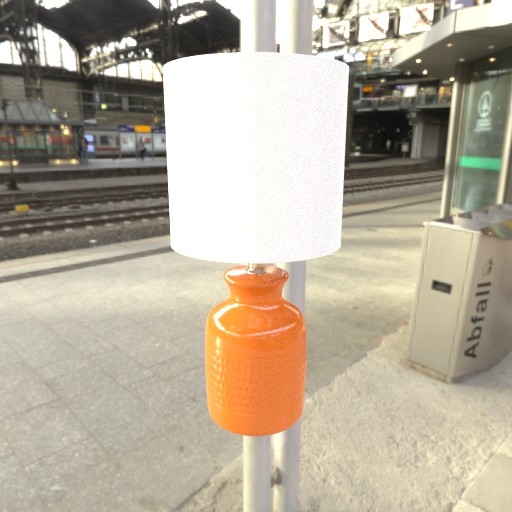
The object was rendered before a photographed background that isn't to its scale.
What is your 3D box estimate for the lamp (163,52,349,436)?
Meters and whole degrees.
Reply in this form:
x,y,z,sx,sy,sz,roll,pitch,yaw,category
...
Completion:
x,y,z,sx,sy,sz,roll,pitch,yaw,category
0.000,0.000,1.117,0.418,0.871,0.418,13,19,43,lamp
